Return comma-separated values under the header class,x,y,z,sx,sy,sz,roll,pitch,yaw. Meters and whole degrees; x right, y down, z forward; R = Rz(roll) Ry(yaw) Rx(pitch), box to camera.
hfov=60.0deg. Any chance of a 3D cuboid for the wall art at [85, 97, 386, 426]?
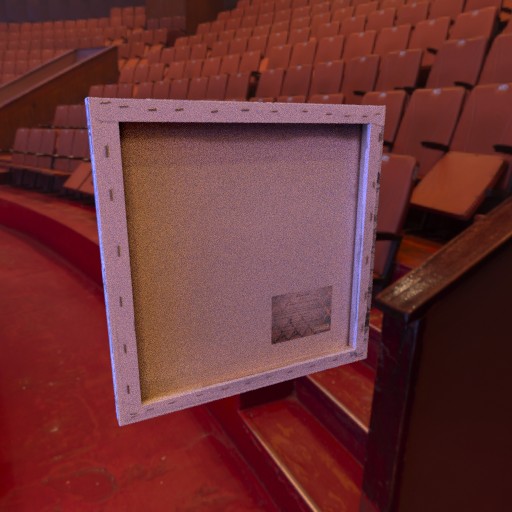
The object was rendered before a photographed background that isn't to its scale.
class,x,y,z,sx,sy,sz,roll,pitch,yaw
wall art,0.000,0.000,0.924,0.609,0.607,0.036,-8,18,-25
